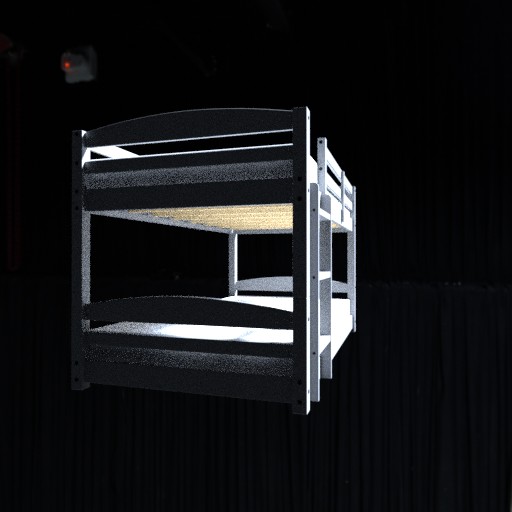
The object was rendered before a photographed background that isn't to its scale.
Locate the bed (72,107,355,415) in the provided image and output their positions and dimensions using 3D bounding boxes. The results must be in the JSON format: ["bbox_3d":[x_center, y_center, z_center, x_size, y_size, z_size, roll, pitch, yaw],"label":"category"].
[{"bbox_3d":[0.000,0.000,2.786,1.105,1.206,2.013,0,0,18],"label":"bed"}]
